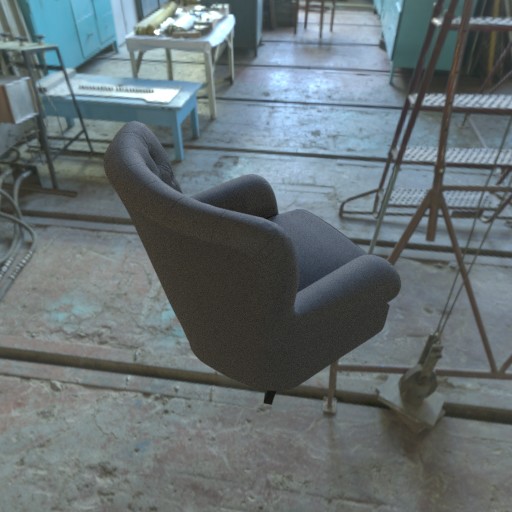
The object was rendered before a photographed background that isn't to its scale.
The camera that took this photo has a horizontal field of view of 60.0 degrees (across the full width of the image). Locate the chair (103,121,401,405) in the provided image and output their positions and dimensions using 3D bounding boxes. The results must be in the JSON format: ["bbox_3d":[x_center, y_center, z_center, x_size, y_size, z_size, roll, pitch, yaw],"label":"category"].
[{"bbox_3d":[0.000,0.000,1.820,0.983,1.046,0.983,-26,47,-27],"label":"chair"}]
